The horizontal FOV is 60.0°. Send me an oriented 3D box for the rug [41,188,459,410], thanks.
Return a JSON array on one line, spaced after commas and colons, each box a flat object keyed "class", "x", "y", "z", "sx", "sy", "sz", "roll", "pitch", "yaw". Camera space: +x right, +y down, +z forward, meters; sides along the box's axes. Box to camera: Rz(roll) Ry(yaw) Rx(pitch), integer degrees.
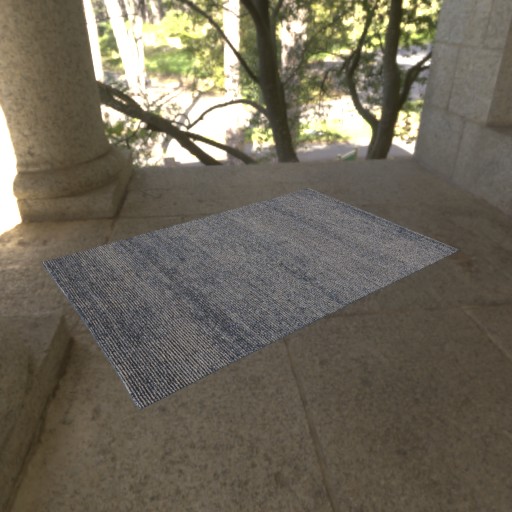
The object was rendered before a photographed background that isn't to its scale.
[{"class": "rug", "x": 0.000, "y": 0.000, "z": 2.188, "sx": 1.740, "sy": 0.010, "sz": 1.135, "roll": -20, "pitch": 34, "yaw": -31}]
